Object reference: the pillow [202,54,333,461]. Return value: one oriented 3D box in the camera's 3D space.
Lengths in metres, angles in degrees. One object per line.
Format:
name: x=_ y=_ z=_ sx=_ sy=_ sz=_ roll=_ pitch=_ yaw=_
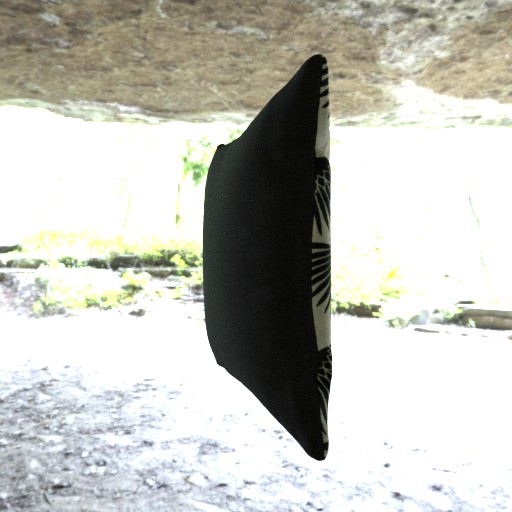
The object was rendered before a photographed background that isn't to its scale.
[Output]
pillow: x=0.000 y=0.000 z=0.668 sx=0.139 sy=0.432 sz=0.432 roll=0 pitch=1 yaw=-19
